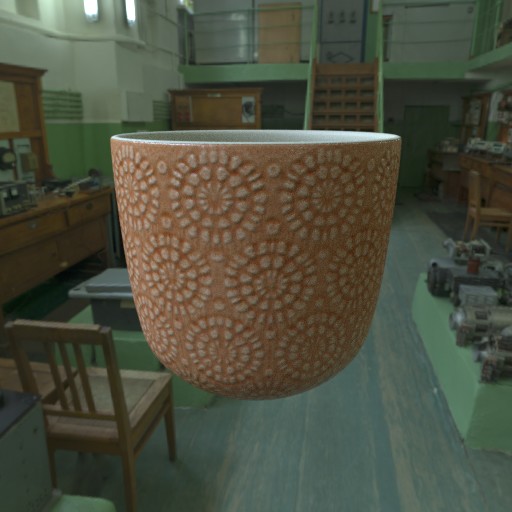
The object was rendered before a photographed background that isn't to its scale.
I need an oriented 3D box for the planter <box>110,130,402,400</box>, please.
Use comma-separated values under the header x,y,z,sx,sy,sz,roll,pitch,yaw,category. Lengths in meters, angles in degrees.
x,y,z,sx,sy,sz,roll,pitch,yaw,category
0.000,0.000,0.359,0.208,0.190,0.208,0,18,0,planter
